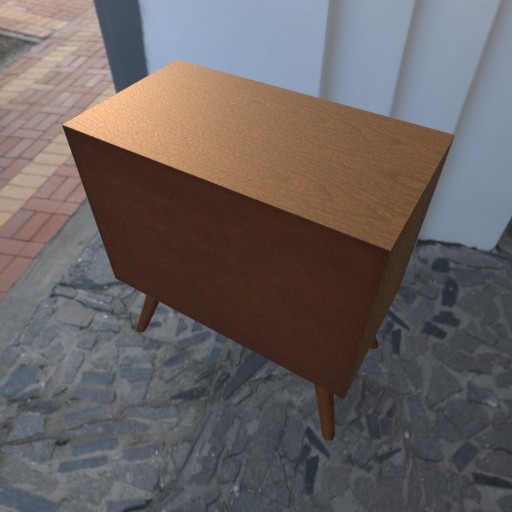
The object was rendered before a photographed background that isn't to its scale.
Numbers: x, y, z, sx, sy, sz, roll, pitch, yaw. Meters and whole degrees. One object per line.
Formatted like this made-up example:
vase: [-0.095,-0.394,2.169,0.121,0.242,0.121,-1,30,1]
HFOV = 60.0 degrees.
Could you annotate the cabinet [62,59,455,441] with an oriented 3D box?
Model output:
cabinet: [0.000,0.000,1.176,0.712,0.748,0.388,24,51,21]
